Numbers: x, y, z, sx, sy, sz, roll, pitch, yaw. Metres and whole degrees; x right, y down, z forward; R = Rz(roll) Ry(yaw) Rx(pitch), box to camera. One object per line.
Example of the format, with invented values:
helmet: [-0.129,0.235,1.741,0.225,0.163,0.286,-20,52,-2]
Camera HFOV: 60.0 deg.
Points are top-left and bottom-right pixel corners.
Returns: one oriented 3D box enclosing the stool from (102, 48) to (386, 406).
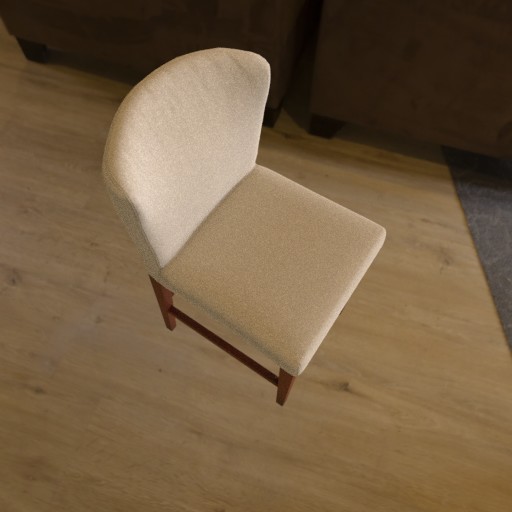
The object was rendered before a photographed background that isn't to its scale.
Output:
stool: [0.000,0.000,1.260,0.568,0.968,0.479,31,65,16]
